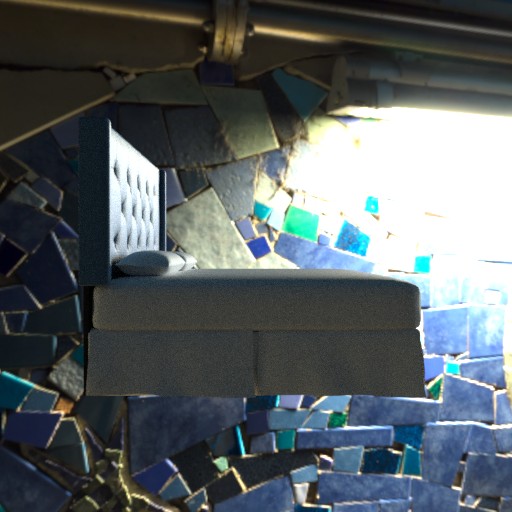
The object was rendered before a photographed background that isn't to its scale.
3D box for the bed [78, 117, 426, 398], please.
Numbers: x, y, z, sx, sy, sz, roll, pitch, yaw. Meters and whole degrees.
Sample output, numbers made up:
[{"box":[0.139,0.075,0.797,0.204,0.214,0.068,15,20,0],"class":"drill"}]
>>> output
[{"box":[0.000,0.000,3.432,2.078,1.665,1.719,0,0,0],"class":"bed"}]
